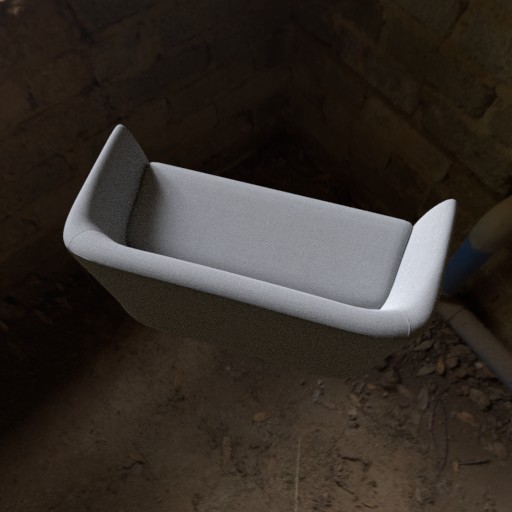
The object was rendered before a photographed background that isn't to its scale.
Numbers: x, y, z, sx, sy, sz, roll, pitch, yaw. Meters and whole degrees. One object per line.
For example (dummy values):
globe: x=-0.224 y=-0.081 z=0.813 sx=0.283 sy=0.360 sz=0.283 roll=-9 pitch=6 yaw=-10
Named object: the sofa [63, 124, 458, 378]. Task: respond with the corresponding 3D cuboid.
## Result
sofa: x=0.000 y=0.000 z=1.862 sx=1.452 sy=0.721 sz=0.705 roll=14 pitch=63 yaw=7
